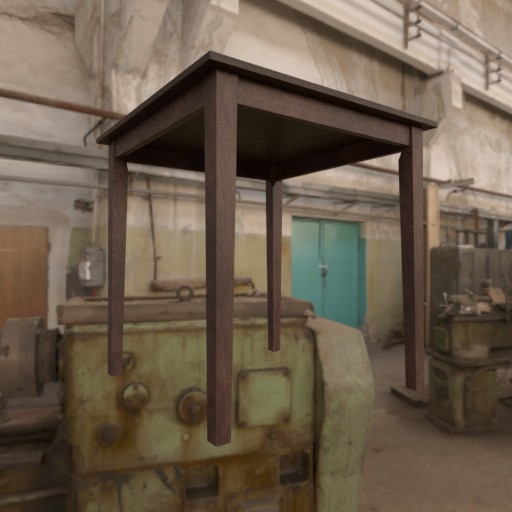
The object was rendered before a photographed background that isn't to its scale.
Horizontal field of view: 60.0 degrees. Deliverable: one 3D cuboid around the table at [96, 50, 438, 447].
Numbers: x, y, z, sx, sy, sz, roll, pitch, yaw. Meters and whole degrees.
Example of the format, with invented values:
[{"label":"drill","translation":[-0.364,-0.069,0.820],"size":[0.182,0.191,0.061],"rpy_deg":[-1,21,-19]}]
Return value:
[{"label":"table","translation":[0.000,0.000,1.357],"size":[0.749,0.770,0.749],"rpy_deg":[0,-1,-35]}]
